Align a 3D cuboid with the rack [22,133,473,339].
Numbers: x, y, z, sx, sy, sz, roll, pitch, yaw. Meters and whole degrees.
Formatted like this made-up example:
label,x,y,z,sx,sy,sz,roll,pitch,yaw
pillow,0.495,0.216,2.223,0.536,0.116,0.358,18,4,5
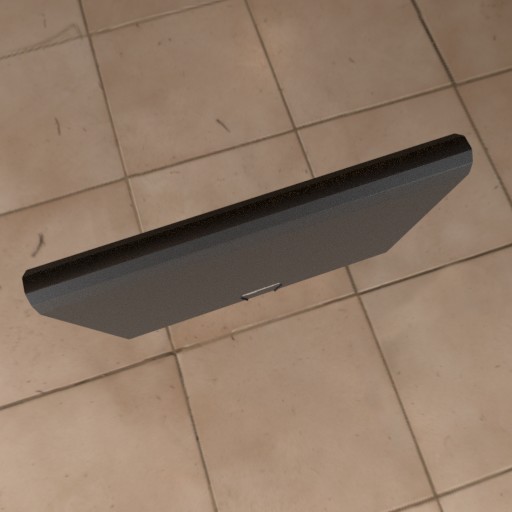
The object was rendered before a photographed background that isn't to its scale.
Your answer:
label,x,y,z,sx,sy,sz,roll,pitch,yaw
rack,0.000,0.000,0.427,0.330,0.241,0.041,-18,76,-5
